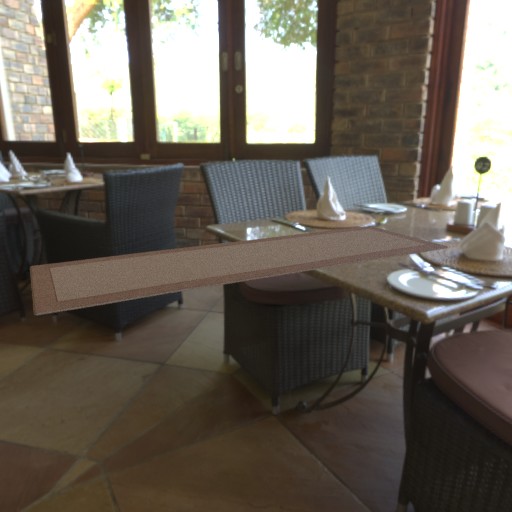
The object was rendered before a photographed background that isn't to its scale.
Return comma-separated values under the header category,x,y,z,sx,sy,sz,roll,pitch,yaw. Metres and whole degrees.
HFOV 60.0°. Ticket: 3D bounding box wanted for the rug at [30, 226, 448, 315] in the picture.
category,x,y,z,sx,sy,sz,roll,pitch,yaw
rug,0.000,0.000,2.670,2.430,0.012,0.767,-8,17,-26
